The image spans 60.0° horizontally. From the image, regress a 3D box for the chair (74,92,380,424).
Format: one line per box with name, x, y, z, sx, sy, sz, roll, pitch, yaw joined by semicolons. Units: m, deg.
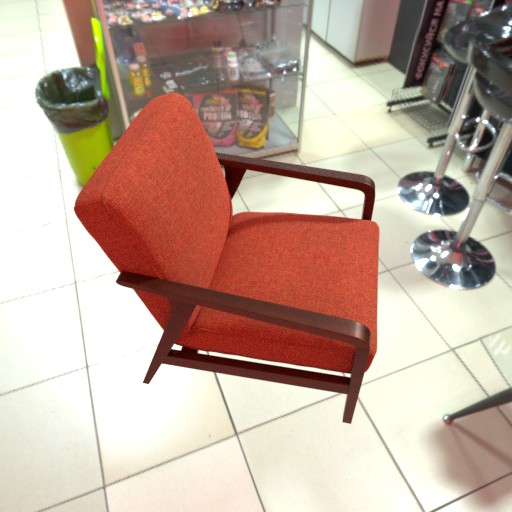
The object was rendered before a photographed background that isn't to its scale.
chair;0.000;0.000;1.547;0.860;0.890;0.719;8;47;8
